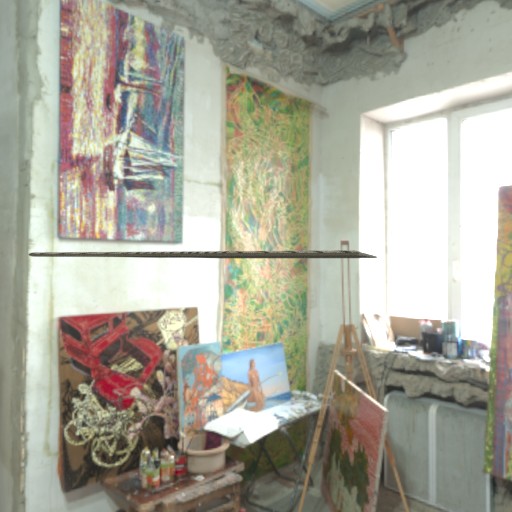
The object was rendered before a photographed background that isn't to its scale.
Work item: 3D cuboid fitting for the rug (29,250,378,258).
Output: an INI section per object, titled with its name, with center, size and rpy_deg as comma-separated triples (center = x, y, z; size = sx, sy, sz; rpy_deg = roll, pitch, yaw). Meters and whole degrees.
[rug]
center = 0.000, 0.000, 3.024
size = 1.539, 0.023, 2.406
rpy_deg = 0, -1, 17
